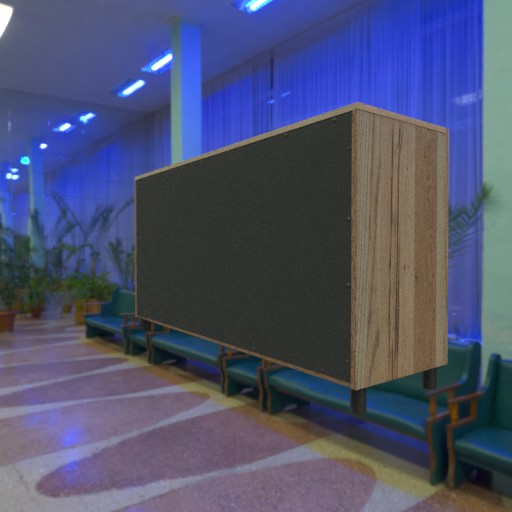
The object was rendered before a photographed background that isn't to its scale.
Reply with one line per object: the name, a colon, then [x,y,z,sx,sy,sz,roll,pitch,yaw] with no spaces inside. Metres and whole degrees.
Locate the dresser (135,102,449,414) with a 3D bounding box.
dresser: [0.000,0.000,1.930,0.487,0.834,1.547,-1,1,-37]
